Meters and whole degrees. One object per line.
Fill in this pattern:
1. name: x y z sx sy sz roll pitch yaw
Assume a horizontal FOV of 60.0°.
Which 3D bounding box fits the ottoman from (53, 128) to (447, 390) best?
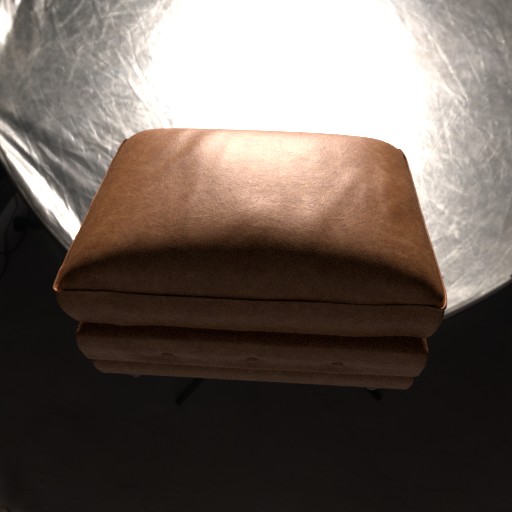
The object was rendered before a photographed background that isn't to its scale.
1. ottoman: 0.000 0.000 1.055 0.710 0.480 0.533 3 47 2
